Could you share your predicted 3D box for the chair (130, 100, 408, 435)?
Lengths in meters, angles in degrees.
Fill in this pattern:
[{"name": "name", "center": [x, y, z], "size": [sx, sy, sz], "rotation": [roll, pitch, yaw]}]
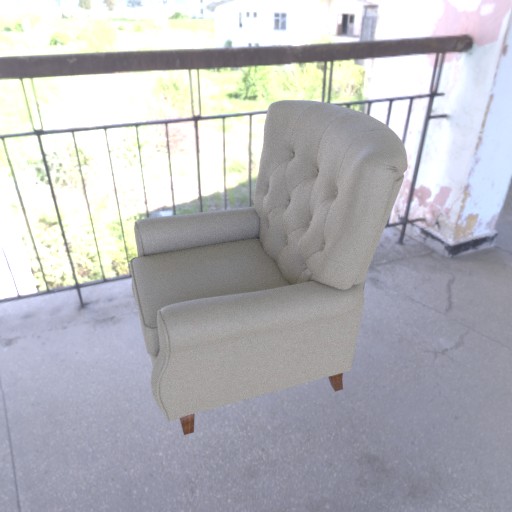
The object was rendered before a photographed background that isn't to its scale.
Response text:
[{"name": "chair", "center": [0.000, 0.000, 1.918], "size": [1.059, 1.158, 0.943], "rotation": [-10, 32, -16]}]
